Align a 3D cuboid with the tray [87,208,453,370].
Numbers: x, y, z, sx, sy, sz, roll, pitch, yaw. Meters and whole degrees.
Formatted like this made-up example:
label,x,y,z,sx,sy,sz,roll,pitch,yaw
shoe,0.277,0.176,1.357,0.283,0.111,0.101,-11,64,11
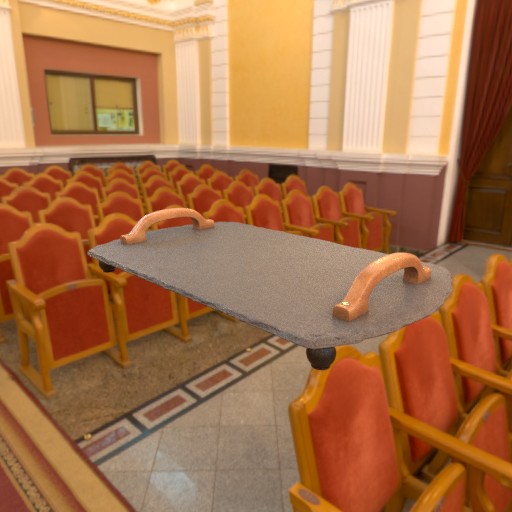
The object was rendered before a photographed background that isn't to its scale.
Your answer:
label,x,y,z,sx,sy,sz,roll,pitch,yaw
tray,0.000,0.000,0.473,0.387,0.062,0.231,15,22,42
